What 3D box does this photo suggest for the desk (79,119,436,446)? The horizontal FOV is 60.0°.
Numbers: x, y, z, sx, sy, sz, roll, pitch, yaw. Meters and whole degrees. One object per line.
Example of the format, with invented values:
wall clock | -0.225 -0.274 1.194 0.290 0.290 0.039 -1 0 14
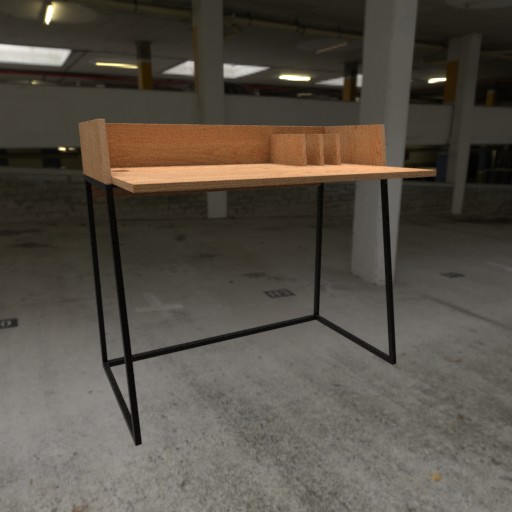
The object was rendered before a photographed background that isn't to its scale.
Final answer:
desk | 0.000 0.000 1.842 1.191 1.061 0.769 -8 17 -27
